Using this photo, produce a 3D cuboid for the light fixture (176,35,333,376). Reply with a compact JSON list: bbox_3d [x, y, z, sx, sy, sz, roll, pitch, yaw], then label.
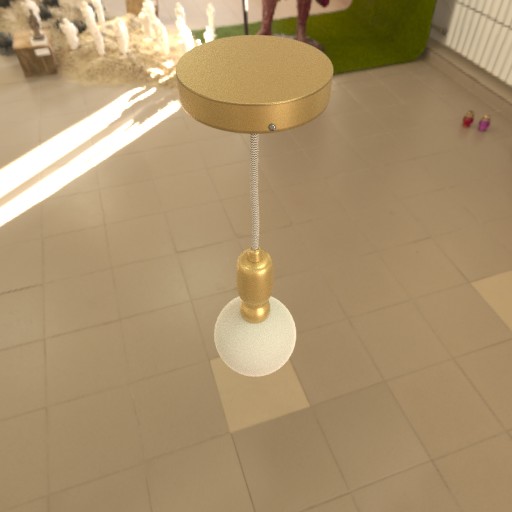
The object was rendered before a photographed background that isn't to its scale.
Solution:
[{"bbox_3d":[0.000,0.000,0.591,0.146,0.510,0.147,-14,49,-13],"label":"light fixture"}]
